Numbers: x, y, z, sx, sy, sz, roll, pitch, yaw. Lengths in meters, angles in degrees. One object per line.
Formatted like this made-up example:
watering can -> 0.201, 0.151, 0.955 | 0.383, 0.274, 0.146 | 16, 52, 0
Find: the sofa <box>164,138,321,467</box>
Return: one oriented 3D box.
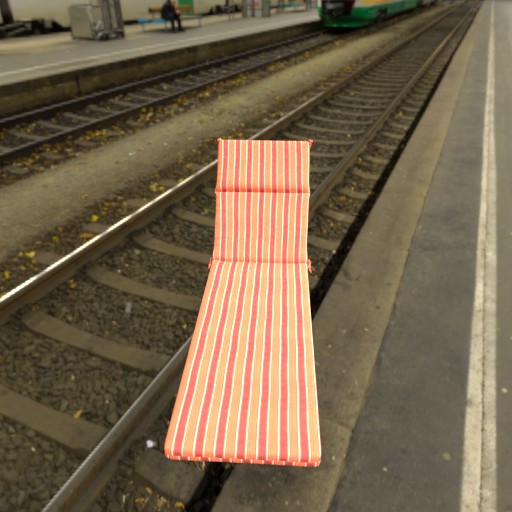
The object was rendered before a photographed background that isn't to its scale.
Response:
sofa -> 0.000, 0.000, 2.009 | 0.582, 0.622, 1.663 | 2, 32, 3
